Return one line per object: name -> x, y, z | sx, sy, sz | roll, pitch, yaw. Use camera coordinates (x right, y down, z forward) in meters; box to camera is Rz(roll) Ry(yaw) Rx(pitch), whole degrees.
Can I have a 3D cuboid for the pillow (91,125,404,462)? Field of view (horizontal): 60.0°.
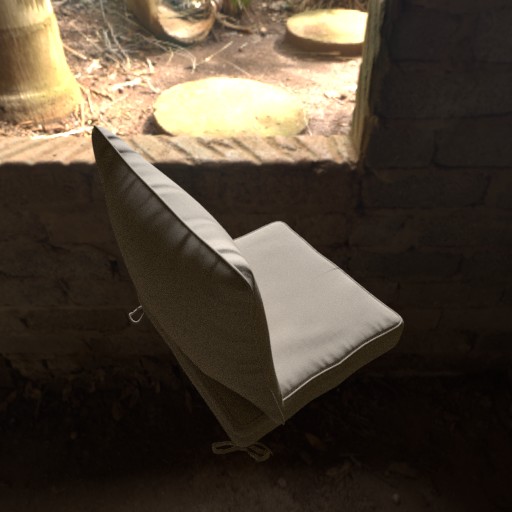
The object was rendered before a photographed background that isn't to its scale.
pillow -> 0.000, 0.000, 1.338 | 0.733, 0.716, 0.798 | -25, 47, -26
